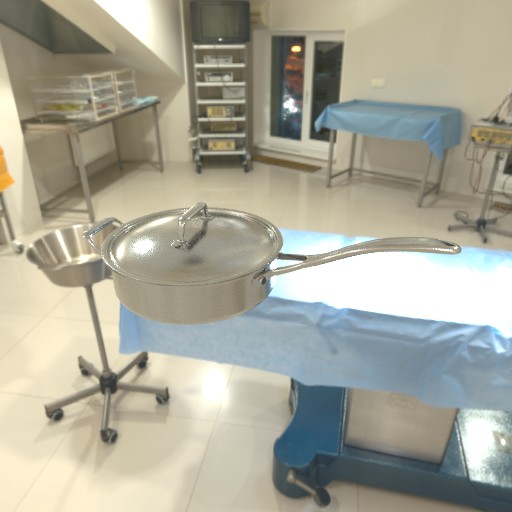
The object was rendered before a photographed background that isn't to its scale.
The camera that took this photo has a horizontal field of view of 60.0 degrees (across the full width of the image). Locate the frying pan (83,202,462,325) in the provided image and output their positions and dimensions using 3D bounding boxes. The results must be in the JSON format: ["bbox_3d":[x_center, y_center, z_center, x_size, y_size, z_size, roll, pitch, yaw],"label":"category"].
[{"bbox_3d":[0.000,0.000,0.592,0.492,0.111,0.245,8,28,15],"label":"frying pan"}]
